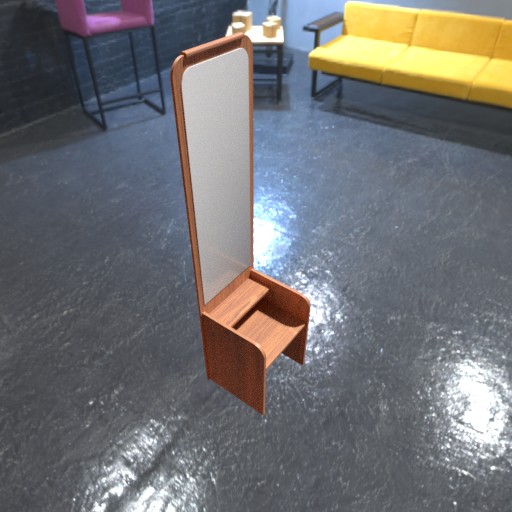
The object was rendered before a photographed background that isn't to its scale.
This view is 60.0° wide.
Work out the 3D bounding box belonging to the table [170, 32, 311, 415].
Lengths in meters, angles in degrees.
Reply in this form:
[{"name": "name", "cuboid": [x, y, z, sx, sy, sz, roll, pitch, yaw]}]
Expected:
[{"name": "table", "cuboid": [0.000, 0.000, 2.100, 0.420, 1.830, 0.450, 26, 47, 27]}]
